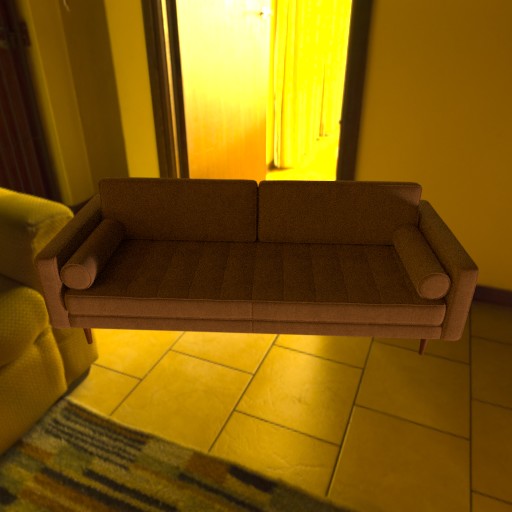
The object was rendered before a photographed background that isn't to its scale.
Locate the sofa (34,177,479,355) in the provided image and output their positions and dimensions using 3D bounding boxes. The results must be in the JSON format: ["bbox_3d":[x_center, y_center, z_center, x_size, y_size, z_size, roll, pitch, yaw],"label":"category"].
[{"bbox_3d":[0.000,0.000,2.617,2.200,0.770,0.919,1,29,2],"label":"sofa"}]
